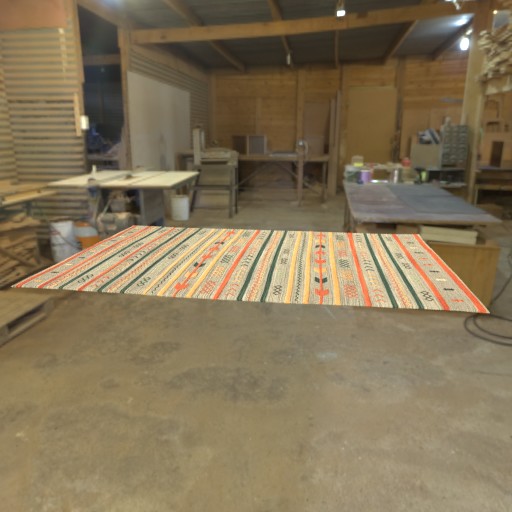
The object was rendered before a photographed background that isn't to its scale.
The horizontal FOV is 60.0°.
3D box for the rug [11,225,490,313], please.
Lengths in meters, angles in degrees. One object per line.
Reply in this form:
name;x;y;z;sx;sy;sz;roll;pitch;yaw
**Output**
rug;0.000;0.000;2.252;1.835;0.017;1.220;2;16;8
